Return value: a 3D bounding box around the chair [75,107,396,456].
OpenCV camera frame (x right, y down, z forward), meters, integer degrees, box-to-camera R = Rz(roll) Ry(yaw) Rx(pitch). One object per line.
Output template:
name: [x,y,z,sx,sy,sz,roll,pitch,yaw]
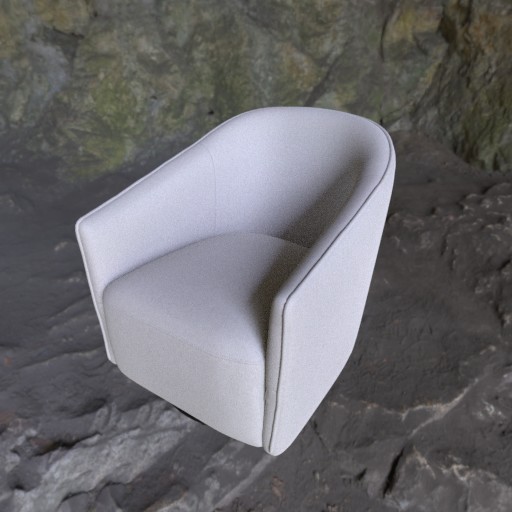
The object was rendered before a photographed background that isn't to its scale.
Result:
chair: [0.000,0.000,1.446,0.747,0.799,0.875,18,34,29]
